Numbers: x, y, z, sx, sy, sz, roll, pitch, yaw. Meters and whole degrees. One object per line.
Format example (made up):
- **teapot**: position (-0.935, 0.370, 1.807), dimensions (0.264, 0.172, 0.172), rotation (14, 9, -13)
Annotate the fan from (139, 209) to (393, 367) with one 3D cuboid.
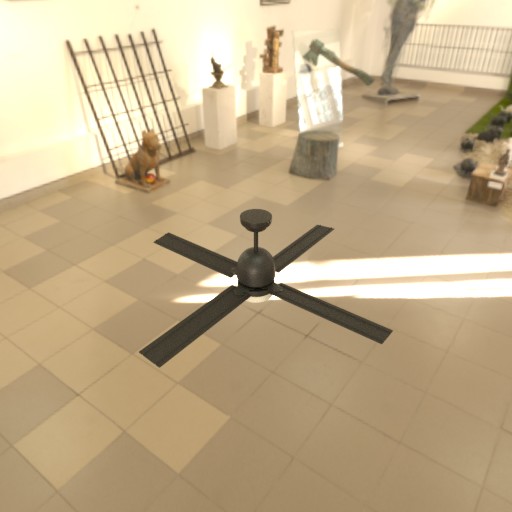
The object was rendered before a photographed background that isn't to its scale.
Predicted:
- **fan**: position (0.000, 0.000, 2.029), dimensions (1.319, 0.410, 1.319), rotation (21, 38, 30)
